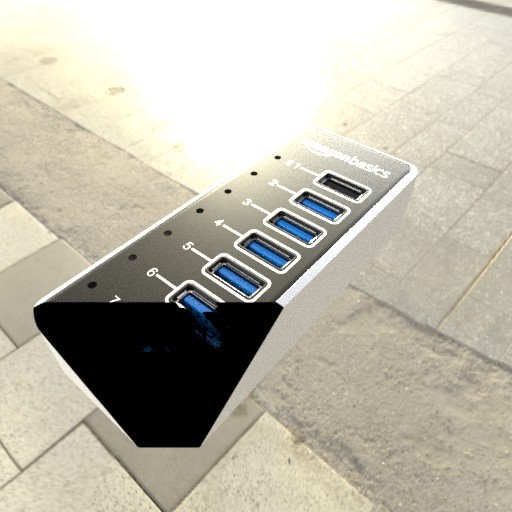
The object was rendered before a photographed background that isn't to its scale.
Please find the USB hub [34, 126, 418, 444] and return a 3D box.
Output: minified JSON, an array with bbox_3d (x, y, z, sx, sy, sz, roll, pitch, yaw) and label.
[{"bbox_3d":[0.000,0.000,0.126,0.044,0.023,0.110,31,53,27],"label":"USB hub"}]
